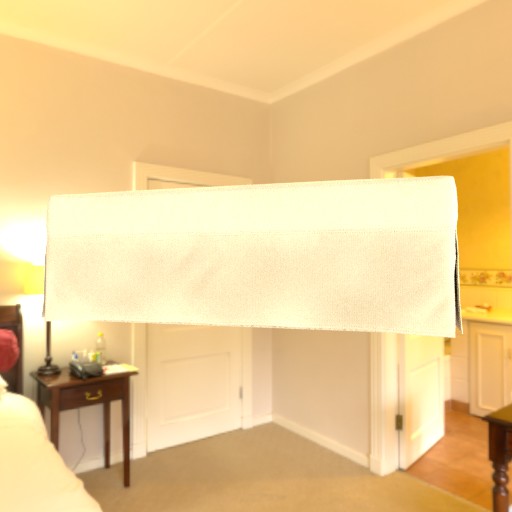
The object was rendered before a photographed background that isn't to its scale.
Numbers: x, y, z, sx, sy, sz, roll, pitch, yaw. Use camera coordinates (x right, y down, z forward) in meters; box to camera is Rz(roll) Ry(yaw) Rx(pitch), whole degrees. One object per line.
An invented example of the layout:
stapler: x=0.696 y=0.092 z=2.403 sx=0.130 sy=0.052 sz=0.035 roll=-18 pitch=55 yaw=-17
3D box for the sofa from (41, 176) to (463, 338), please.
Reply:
sofa: x=0.000 y=0.000 z=2.084 sx=1.677 sy=0.552 sz=0.939 roll=0 pitch=-1 yaw=16
